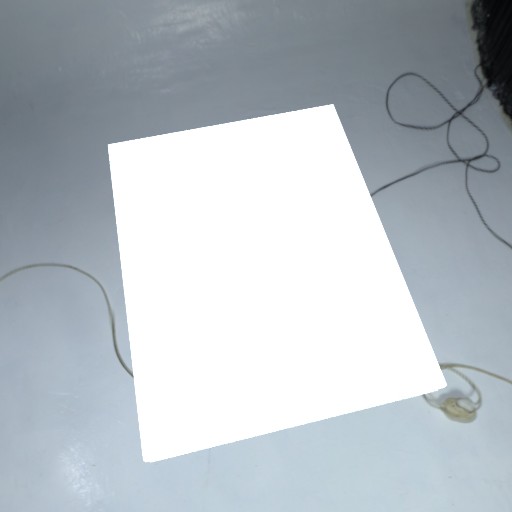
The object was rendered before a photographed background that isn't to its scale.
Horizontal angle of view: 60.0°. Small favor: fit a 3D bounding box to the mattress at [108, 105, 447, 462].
[{"bbox_3d":[0.000,0.000,2.733,1.600,0.200,2.000,-12,65,-6],"label":"mattress"}]
